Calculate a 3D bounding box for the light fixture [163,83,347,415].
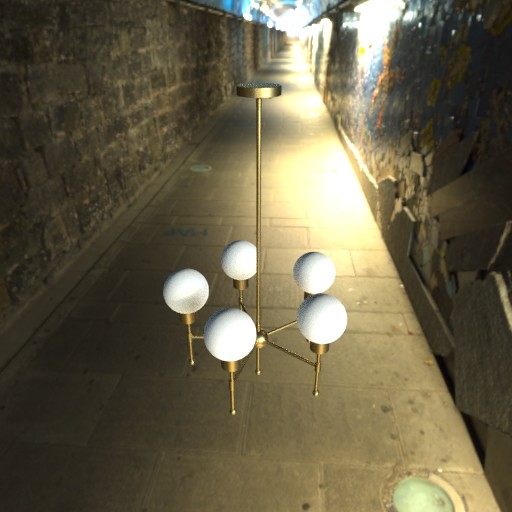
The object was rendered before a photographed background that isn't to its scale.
[{"bbox_3d":[0.000,0.000,1.851,0.815,1.331,0.785,9,28,18],"label":"light fixture"}]
